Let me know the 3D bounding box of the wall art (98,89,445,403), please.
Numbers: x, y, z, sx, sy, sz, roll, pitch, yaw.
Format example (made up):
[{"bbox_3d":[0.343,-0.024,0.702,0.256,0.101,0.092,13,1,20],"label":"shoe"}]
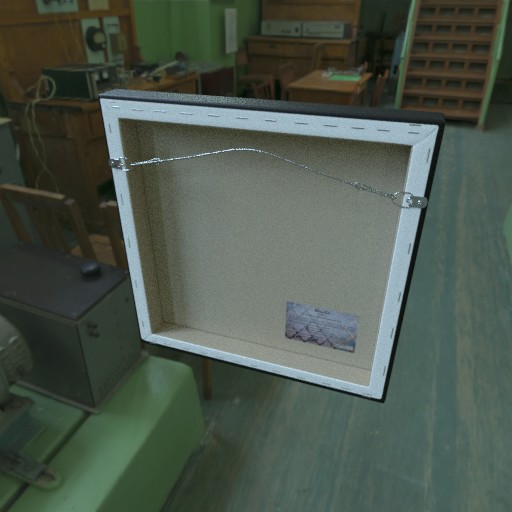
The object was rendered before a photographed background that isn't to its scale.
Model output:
[{"bbox_3d":[0.000,0.000,0.609,0.406,0.407,0.041,10,32,16],"label":"wall art"}]
